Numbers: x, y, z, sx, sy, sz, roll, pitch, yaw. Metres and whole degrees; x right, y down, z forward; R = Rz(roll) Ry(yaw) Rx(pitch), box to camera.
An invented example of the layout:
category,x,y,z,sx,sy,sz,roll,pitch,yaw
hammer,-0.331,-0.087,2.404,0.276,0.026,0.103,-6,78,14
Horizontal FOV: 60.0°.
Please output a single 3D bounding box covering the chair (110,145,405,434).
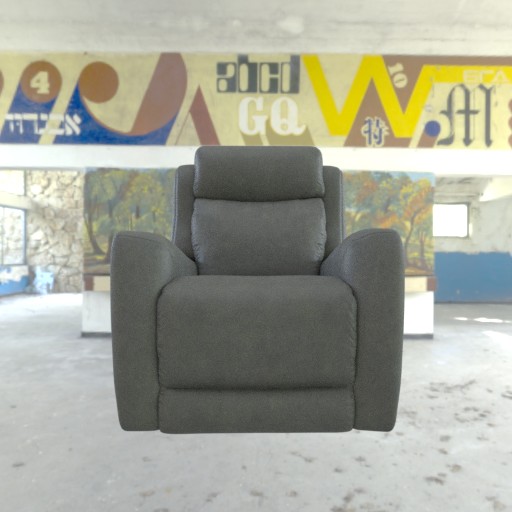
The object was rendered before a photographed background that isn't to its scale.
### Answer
category,x,y,z,sx,sy,sz,roll,pitch,yaw
chair,0.000,0.000,1.879,0.967,1.116,1.068,0,1,1
